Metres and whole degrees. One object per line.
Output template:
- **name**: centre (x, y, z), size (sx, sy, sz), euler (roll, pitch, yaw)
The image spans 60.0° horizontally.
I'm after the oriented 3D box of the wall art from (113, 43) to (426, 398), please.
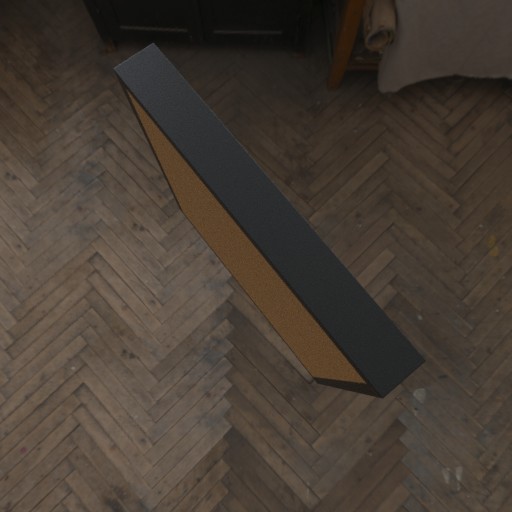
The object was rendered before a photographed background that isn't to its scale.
- **wall art**: centre (0.000, 0.000, 0.456), size (0.038, 0.304, 0.304), euler (-37, 79, -9)
